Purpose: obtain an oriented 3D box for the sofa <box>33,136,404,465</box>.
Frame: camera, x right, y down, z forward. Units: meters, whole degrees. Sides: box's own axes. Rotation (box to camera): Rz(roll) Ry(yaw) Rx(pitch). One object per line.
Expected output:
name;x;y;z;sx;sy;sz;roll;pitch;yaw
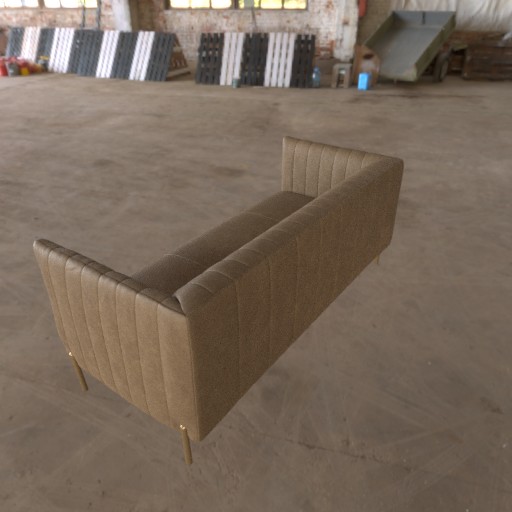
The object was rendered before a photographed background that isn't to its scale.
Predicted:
sofa;0.000;0.000;2.421;0.876;0.779;1.980;20;36;30
